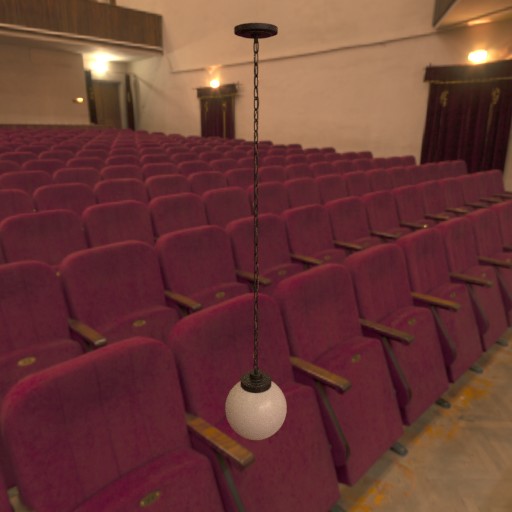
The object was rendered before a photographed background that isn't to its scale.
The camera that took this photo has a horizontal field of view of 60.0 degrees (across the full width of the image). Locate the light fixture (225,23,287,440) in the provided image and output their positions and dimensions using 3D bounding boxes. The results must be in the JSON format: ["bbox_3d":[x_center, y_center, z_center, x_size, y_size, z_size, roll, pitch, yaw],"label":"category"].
[{"bbox_3d":[0.000,0.000,1.998,0.305,1.867,0.304,15,21,43],"label":"light fixture"}]
